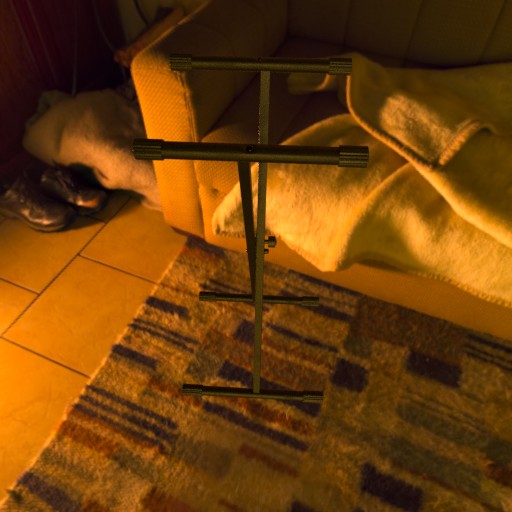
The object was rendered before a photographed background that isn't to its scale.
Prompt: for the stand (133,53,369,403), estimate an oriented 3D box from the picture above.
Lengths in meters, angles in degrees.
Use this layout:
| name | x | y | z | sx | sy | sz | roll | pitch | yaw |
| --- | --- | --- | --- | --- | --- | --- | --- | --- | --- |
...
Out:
| name | x | y | z | sx | sy | sz | roll | pitch | yaw |
| --- | --- | --- | --- | --- | --- | --- | --- | --- | --- |
| stand | 0.000 | 0.000 | 1.203 | 0.449 | 0.940 | 0.409 | 3 | 48 | 2 |
